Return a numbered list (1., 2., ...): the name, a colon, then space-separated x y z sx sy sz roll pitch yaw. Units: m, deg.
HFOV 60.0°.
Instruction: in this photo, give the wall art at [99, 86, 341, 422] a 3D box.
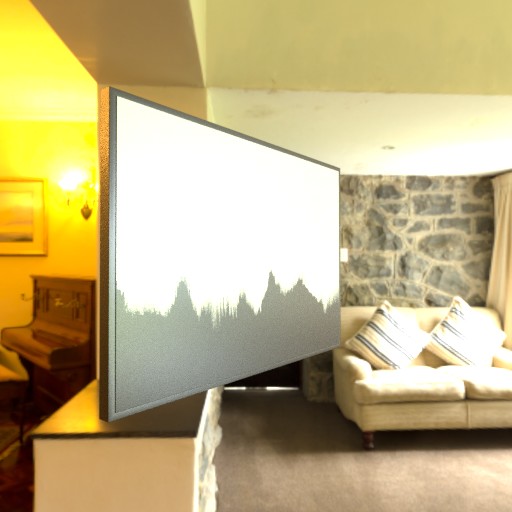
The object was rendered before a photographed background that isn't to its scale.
1. wall art: 0.000 0.000 0.852 0.022 0.446 0.659 -1 -1 38
